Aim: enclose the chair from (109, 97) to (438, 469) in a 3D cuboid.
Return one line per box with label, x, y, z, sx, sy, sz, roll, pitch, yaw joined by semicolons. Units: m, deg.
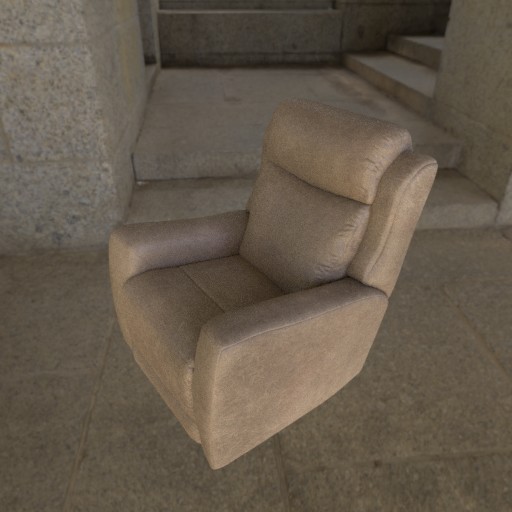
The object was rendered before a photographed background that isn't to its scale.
chair;0.000;0.000;1.908;1.068;1.116;0.967;-21;38;-29
